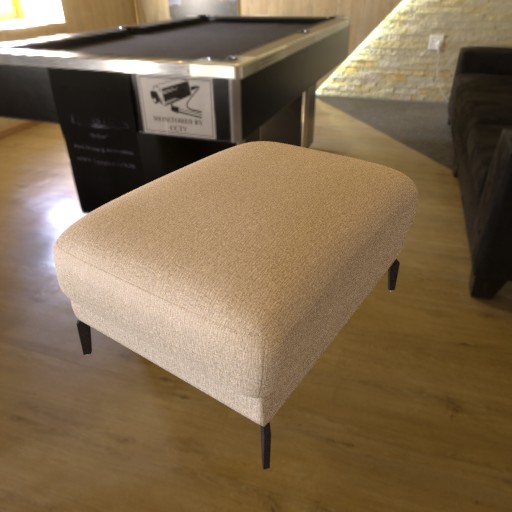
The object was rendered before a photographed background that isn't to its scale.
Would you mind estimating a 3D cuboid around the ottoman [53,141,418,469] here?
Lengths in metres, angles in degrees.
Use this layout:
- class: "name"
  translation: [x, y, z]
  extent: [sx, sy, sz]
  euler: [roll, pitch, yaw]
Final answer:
- class: "ottoman"
  translation: [0.000, 0.000, 1.098]
  extent: [0.568, 0.420, 0.772]
  euler: [20, 37, 29]
